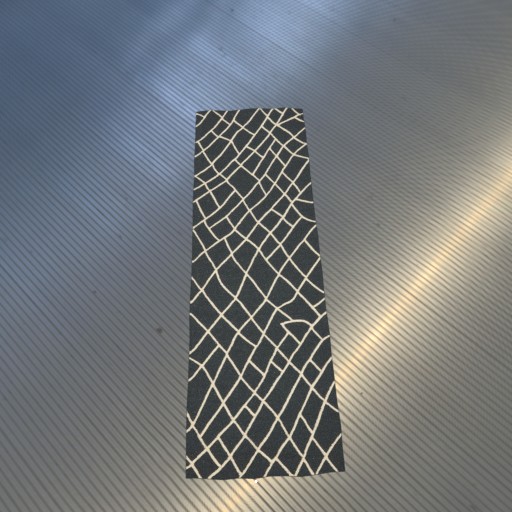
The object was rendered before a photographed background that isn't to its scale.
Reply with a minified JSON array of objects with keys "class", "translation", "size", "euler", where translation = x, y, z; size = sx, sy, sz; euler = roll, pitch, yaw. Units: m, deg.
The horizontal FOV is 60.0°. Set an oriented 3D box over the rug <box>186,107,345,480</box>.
[{"class":"rug","translation":[0.000,0.000,2.756],"size":[0.807,0.010,2.476],"euler":[-2,63,-1]}]
